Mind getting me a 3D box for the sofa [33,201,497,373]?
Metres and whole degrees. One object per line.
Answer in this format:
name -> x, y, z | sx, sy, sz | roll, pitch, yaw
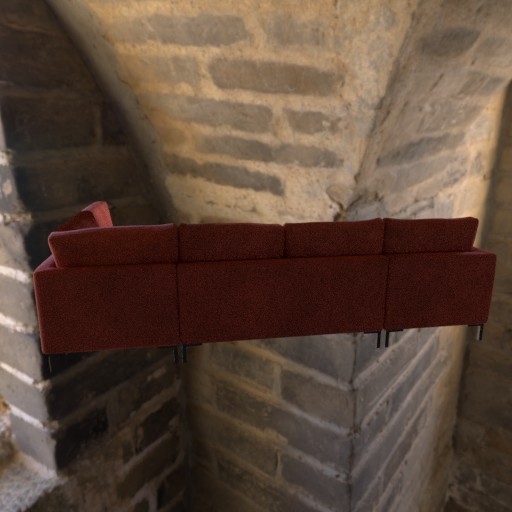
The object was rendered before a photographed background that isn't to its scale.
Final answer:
sofa -> 0.000, 0.000, 3.695 | 2.971, 0.858, 1.981 | -2, 14, -9
